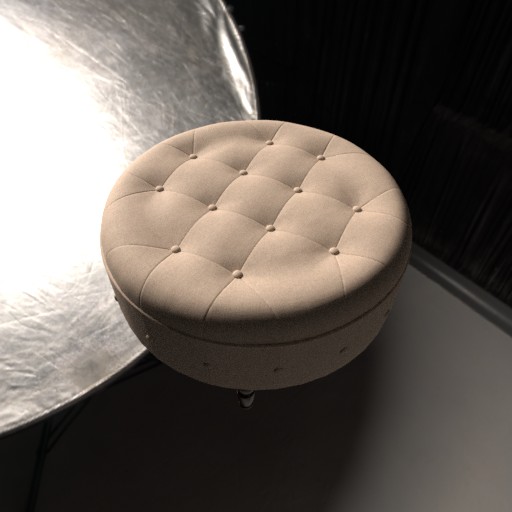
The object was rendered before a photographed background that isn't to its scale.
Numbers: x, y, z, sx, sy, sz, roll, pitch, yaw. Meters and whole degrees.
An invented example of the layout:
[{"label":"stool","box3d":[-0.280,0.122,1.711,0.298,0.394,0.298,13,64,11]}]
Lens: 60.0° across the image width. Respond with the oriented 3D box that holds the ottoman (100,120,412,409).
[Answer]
[{"label":"ottoman","box3d":[0.000,0.000,1.361,0.848,0.494,0.848,0,47,0]}]
